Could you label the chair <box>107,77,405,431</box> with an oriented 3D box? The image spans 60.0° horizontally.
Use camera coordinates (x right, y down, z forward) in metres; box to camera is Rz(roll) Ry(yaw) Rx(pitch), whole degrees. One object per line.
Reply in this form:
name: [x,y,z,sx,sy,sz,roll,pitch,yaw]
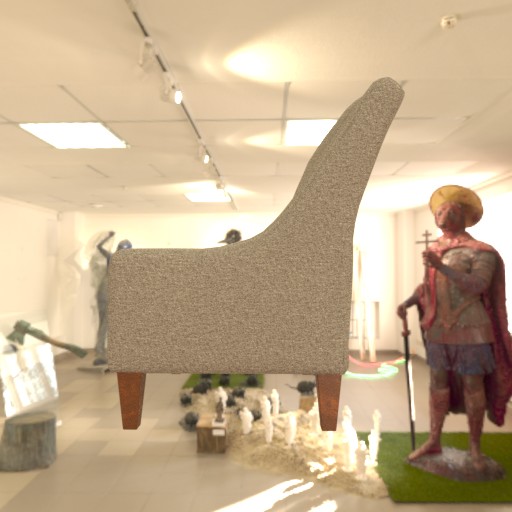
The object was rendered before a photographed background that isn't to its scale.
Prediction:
chair: [0.000,0.000,1.628,0.870,1.016,0.774,0,-1,1]
